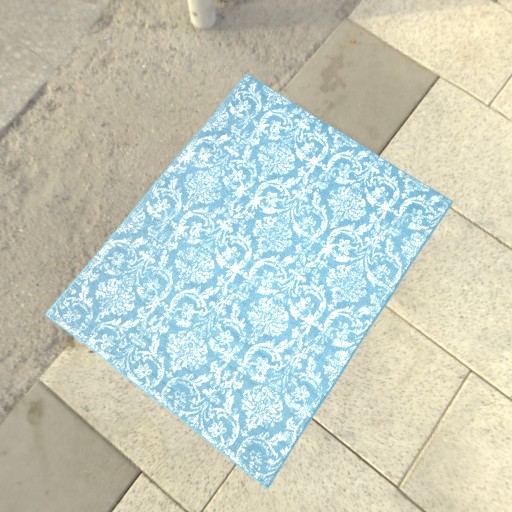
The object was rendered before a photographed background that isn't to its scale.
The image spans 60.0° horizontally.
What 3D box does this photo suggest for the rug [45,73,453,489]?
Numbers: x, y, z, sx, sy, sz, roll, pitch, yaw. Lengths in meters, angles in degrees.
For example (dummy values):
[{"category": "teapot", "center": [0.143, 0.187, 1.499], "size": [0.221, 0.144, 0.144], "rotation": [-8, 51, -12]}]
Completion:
[{"category": "rug", "center": [0.000, 0.000, 3.971], "size": [2.363, 0.012, 2.980], "rotation": [35, 78, 9]}]
